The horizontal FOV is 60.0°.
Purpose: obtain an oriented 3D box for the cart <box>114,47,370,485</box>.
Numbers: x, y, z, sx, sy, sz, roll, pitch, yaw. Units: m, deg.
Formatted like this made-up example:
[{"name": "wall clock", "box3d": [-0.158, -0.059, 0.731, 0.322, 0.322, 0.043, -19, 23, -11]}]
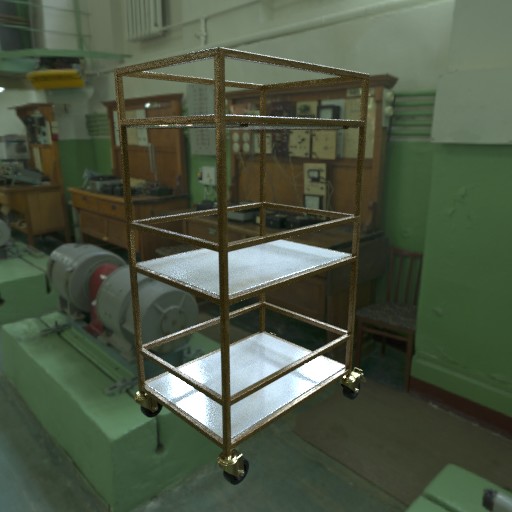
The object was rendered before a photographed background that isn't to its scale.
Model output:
[{"name": "cart", "box3d": [0.000, 0.000, 0.988, 0.332, 0.761, 0.483, 15, 21, 43]}]
